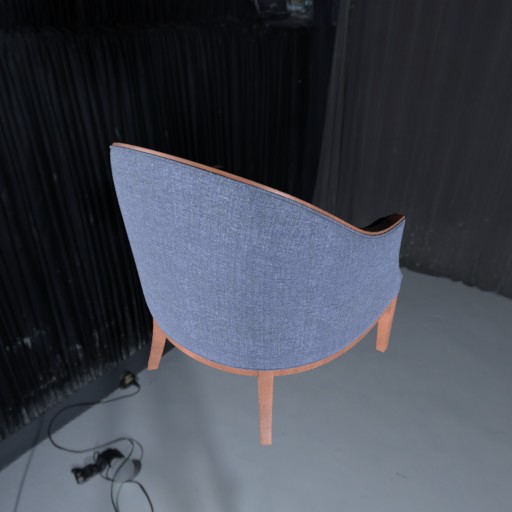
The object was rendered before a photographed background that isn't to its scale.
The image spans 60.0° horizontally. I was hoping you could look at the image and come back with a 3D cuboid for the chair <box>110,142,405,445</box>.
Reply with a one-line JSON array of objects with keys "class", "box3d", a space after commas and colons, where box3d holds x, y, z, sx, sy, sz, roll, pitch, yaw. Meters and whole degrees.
[{"class": "chair", "box3d": [0.000, 0.000, 1.478, 0.803, 0.876, 0.735, 21, 37, 32]}]
